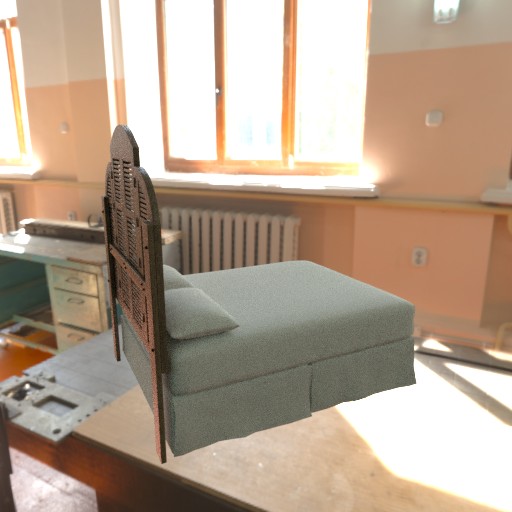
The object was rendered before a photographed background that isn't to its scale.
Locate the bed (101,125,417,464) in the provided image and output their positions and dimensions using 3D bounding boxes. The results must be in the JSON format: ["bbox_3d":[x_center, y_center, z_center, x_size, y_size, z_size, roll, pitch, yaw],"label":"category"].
[{"bbox_3d":[0.000,0.000,3.626,2.138,2.019,1.713,-7,16,-26],"label":"bed"}]
